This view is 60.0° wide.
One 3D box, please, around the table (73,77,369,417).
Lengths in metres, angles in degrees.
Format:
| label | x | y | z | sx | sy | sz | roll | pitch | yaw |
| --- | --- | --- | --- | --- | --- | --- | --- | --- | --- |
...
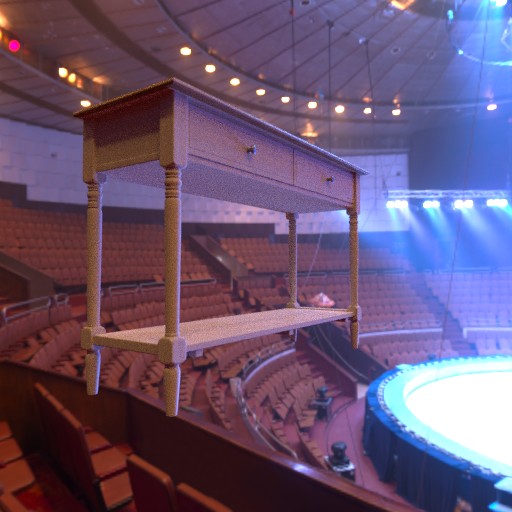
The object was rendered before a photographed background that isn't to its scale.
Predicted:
| label | x | y | z | sx | sy | sz | roll | pitch | yaw |
| --- | --- | --- | --- | --- | --- | --- | --- | --- | --- |
| table | 0.000 | 0.000 | 1.619 | 0.399 | 0.800 | 1.219 | -1 | -2 | 35 |
